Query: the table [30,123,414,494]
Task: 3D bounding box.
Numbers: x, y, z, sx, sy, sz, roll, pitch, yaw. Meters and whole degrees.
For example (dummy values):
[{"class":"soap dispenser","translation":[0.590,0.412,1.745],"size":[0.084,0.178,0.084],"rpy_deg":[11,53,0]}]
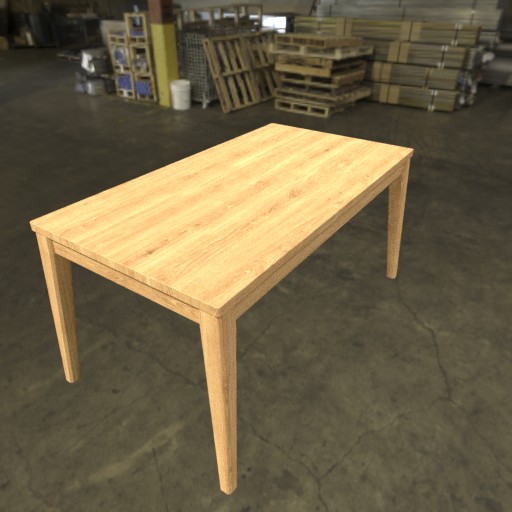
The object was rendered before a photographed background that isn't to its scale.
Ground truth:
[{"class":"table","translation":[0.000,0.000,2.060],"size":[0.900,0.760,1.600],"rpy_deg":[20,37,29]}]
